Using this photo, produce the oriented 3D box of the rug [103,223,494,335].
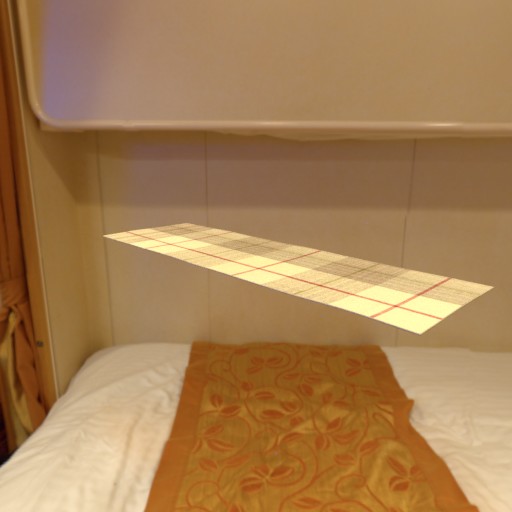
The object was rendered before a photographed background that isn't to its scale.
[{"bbox_3d":[0.000,0.000,2.681,0.762,0.013,2.439,-14,20,-43],"label":"rug"}]
